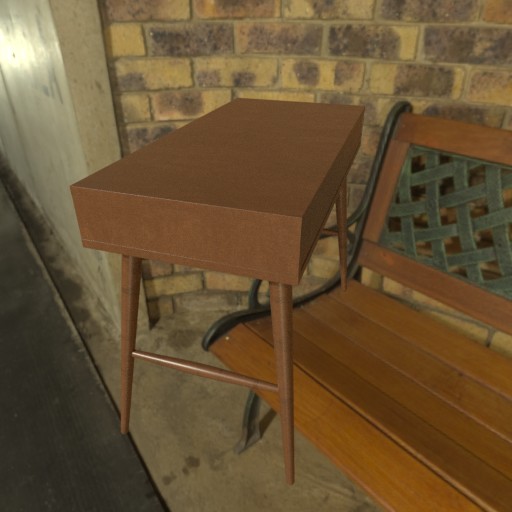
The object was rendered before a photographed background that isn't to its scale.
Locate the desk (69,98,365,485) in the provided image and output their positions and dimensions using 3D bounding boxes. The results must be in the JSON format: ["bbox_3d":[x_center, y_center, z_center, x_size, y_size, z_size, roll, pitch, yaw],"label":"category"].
[{"bbox_3d":[0.000,0.000,1.390,0.510,0.758,0.949,9,31,16],"label":"desk"}]
